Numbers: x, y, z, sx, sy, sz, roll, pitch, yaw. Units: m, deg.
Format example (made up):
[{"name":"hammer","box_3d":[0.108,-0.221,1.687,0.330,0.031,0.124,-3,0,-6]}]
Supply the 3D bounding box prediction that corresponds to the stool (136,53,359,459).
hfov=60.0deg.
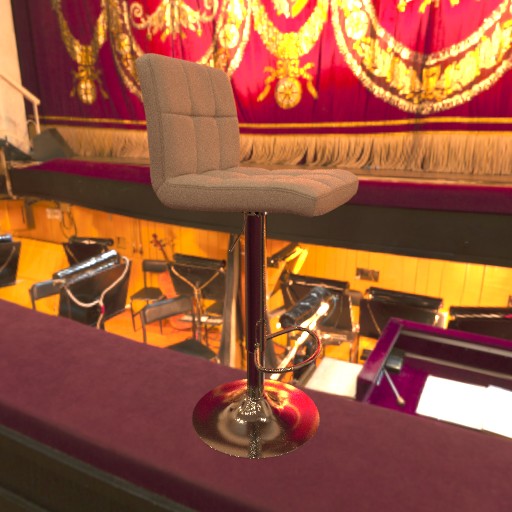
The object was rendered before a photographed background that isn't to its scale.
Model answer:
[{"name":"stool","box_3d":[0.000,0.000,1.339,0.505,1.115,0.430,8,18,25]}]
